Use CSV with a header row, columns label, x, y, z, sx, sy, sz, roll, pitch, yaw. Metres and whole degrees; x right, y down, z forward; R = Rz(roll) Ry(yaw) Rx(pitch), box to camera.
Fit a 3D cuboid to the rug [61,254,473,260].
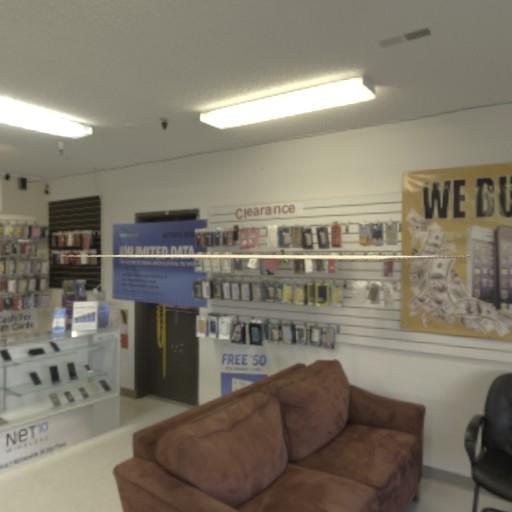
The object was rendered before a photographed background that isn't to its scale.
label,x,y,z,sx,sy,sz,roll,pitch,yaw
rug,0.000,0.000,2.571,2.096,0.011,1.229,0,1,37
